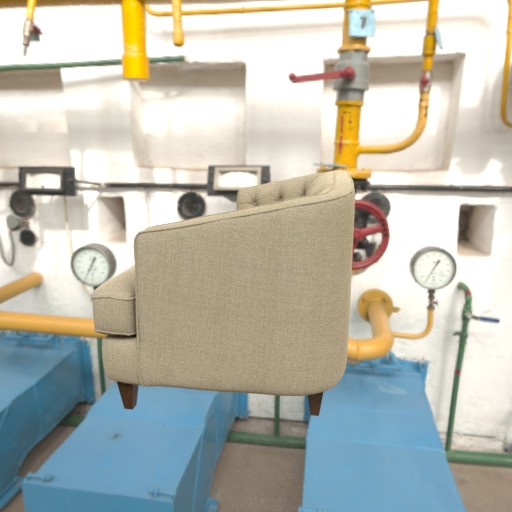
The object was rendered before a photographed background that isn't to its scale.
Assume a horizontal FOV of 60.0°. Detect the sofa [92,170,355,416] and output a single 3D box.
[{"bbox_3d":[0.000,0.000,2.311,0.941,0.855,1.733,2,14,10],"label":"sofa"}]
